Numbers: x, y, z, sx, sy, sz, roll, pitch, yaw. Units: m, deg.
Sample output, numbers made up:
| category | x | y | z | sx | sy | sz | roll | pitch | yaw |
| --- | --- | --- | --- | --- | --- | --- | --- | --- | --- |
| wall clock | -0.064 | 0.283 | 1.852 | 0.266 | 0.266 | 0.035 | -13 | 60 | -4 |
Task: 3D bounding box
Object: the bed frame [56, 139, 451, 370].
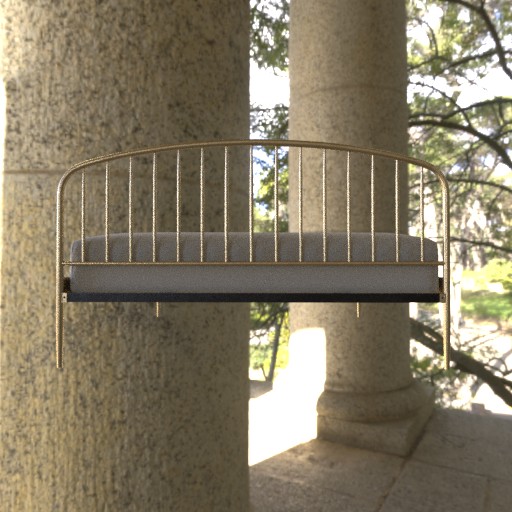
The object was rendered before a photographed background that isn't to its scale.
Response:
| category | x | y | z | sx | sy | sz | roll | pitch | yaw |
| --- | --- | --- | --- | --- | --- | --- | --- | --- | --- |
| bed frame | 0.000 | 0.000 | 3.330 | 2.016 | 1.174 | 2.152 | 0 | -1 | 1 |
